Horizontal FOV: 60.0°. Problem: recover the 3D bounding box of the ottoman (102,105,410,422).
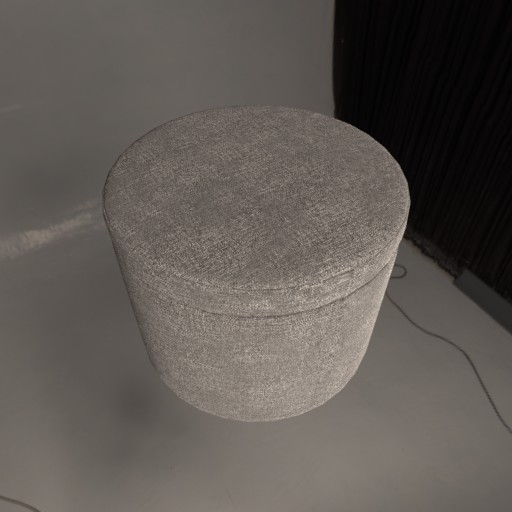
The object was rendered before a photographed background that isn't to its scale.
[{"bbox_3d":[0.000,0.000,0.865,0.500,0.419,0.500,0,45,0],"label":"ottoman"}]
